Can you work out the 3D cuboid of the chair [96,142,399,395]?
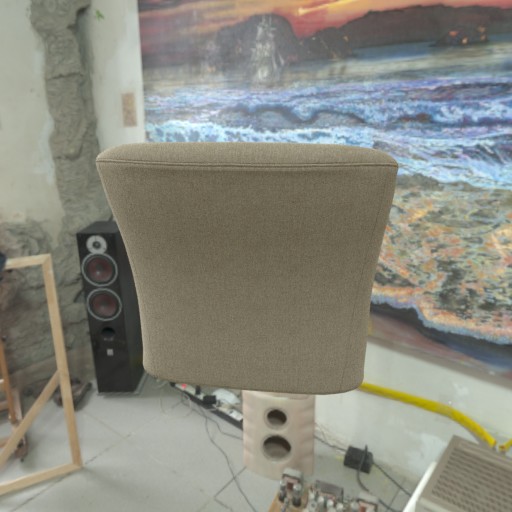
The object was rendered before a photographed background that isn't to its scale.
[{"bbox_3d":[0.000,0.000,1.642,0.864,0.856,0.923,2,17,8],"label":"chair"}]
